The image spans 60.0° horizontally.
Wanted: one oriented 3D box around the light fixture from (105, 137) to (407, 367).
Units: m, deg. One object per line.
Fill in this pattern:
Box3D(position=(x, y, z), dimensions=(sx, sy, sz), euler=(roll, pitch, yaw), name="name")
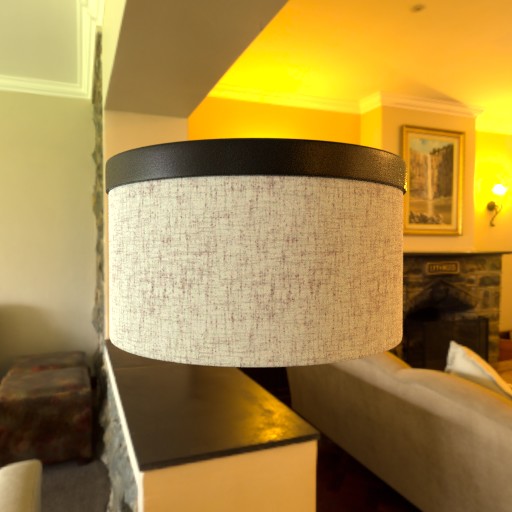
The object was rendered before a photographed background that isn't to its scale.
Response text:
Box3D(position=(0.000, 0.000, 0.607), dimensions=(0.389, 0.229, 0.389), euler=(0, 1, 0), name="light fixture")
